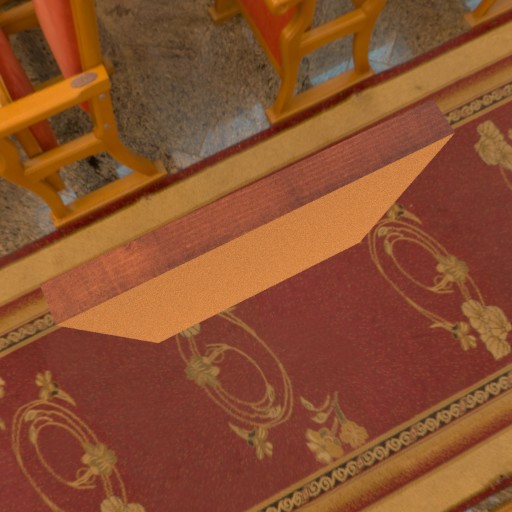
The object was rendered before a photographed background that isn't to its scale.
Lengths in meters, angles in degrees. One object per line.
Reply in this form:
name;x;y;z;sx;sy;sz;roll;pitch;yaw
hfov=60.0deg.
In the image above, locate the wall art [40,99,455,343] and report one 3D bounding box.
wall art;0.000;0.000;0.574;0.386;0.385;0.038;-26;78;-6
